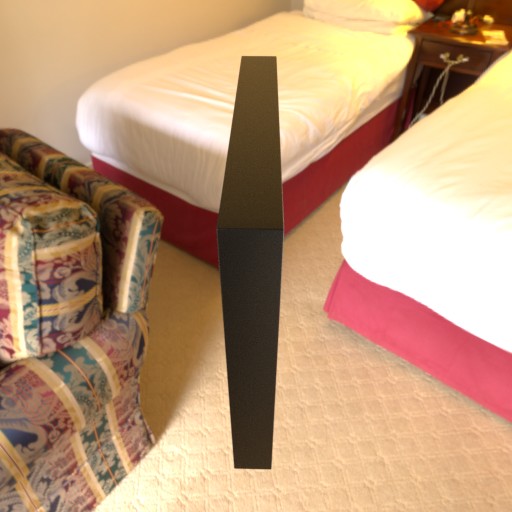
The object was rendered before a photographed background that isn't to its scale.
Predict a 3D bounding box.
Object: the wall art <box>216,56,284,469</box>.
[{"bbox_3d":[0.000,0.000,0.453,0.037,0.299,0.299,1,41,1],"label":"wall art"}]
